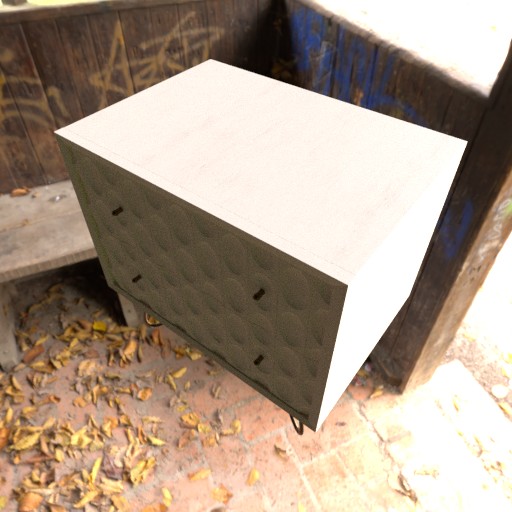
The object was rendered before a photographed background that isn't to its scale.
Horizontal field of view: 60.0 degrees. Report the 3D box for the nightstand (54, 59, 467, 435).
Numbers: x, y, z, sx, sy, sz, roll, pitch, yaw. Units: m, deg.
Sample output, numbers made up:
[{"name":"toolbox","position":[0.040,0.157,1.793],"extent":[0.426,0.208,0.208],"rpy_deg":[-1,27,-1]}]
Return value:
[{"name":"nightstand","position":[0.000,0.000,1.014],"extent":[0.614,0.604,0.447],"rpy_deg":[29,52,26]}]
